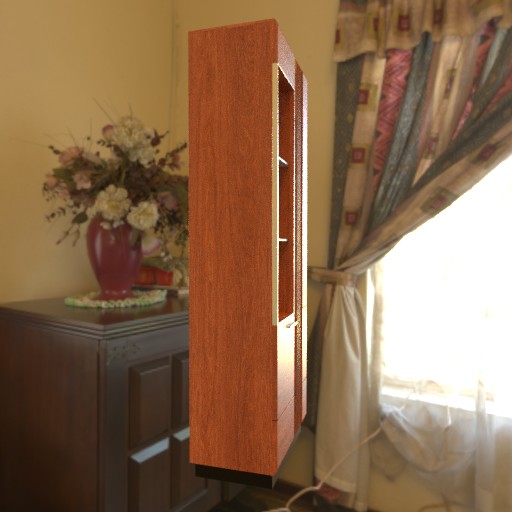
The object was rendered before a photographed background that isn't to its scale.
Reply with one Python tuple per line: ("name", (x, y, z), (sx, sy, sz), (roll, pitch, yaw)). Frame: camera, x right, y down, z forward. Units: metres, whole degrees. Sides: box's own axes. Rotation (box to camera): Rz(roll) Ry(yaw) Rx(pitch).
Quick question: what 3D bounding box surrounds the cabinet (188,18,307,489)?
("cabinet", (0.000, 0.000, 2.219), (0.420, 1.980, 0.660), (0, 1, 17))
